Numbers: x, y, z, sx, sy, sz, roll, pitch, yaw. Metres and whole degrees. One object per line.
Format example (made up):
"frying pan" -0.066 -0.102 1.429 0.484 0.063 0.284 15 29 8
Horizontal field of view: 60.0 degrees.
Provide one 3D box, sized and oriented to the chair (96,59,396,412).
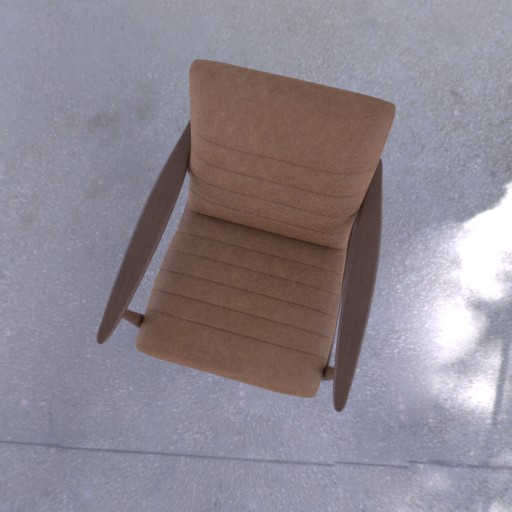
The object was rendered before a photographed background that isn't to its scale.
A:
"chair" 0.000 0.000 1.455 0.741 0.832 0.798 15 75 4
